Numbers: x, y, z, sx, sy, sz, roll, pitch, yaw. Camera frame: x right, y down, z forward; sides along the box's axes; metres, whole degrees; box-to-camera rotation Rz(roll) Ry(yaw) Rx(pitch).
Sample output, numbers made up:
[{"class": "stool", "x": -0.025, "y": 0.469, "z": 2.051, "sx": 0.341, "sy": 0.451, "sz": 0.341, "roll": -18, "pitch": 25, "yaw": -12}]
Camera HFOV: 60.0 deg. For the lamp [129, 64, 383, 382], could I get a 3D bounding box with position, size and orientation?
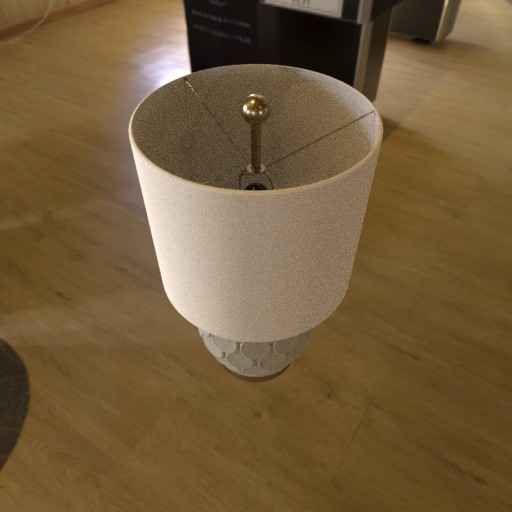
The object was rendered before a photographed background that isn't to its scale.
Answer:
[{"class": "lamp", "x": 0.000, "y": 0.000, "z": 0.596, "sx": 0.254, "sy": 0.452, "sz": 0.254, "roll": 0, "pitch": 46, "yaw": 0}]
